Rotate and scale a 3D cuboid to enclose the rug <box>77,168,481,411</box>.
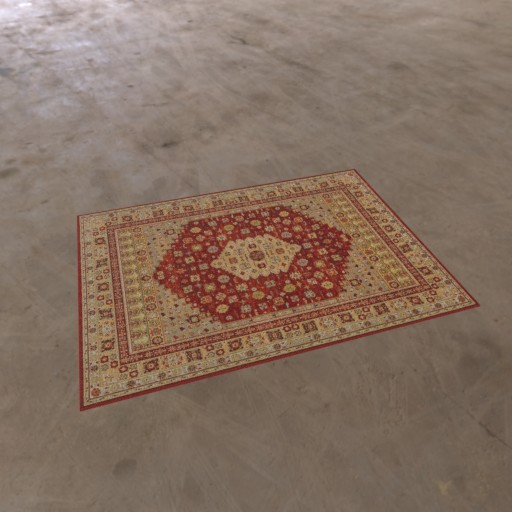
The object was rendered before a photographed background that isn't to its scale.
[{"bbox_3d":[0.000,0.000,2.873,2.211,0.013,1.593,-12,43,-13],"label":"rug"}]
